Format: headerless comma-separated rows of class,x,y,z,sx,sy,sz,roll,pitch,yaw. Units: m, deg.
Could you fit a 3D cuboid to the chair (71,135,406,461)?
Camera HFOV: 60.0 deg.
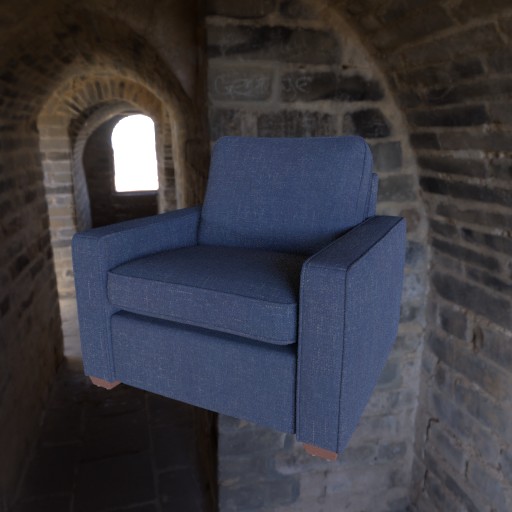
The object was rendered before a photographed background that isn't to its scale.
chair,0.000,0.000,1.734,1.017,0.919,0.940,7,16,26
